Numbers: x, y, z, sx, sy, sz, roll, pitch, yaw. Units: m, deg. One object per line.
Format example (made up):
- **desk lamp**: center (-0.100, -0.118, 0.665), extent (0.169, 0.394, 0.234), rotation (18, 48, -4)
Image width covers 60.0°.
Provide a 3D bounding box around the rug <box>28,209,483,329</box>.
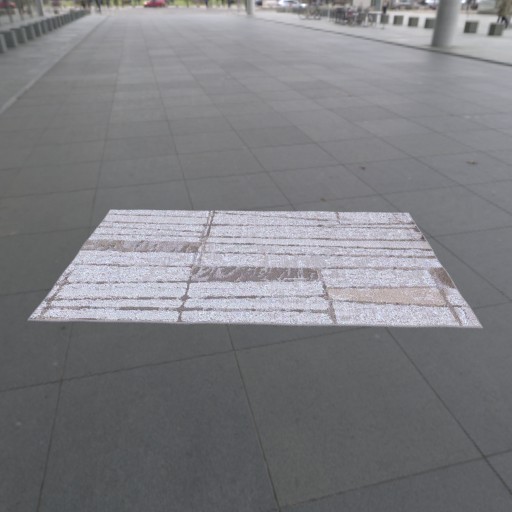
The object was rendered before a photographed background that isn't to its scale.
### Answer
- **rug**: center (0.000, 0.000, 1.061), extent (0.867, 0.007, 0.515), rotation (1, 30, 1)
